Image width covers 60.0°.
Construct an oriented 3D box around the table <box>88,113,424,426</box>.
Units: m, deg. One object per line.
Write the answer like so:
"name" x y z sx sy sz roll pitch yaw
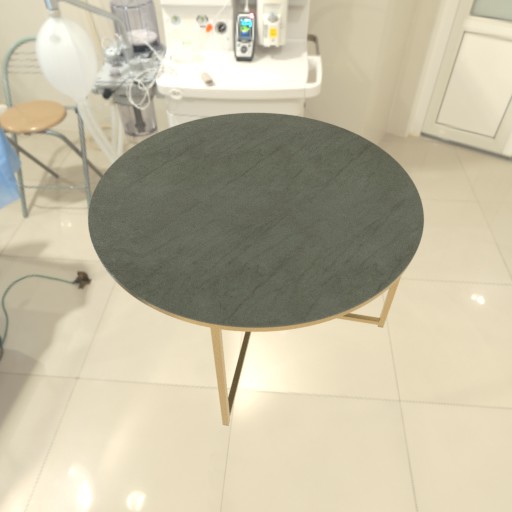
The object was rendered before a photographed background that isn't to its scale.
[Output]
"table" 0.000 0.000 1.253 0.800 0.450 0.800 0 46 0
